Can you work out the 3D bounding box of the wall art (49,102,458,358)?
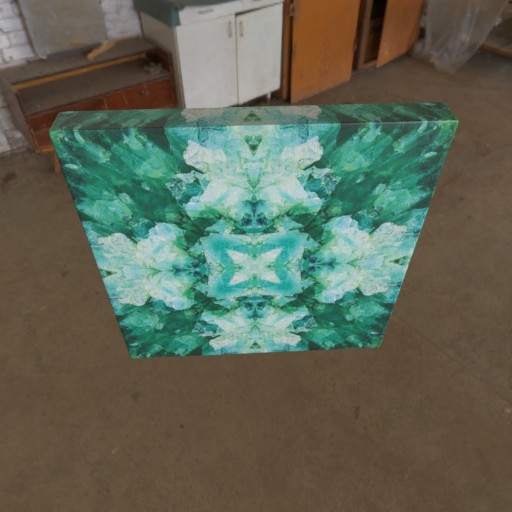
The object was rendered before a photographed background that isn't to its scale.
[{"bbox_3d":[0.000,0.000,0.458,0.313,0.313,0.033,-2,45,-2],"label":"wall art"}]
